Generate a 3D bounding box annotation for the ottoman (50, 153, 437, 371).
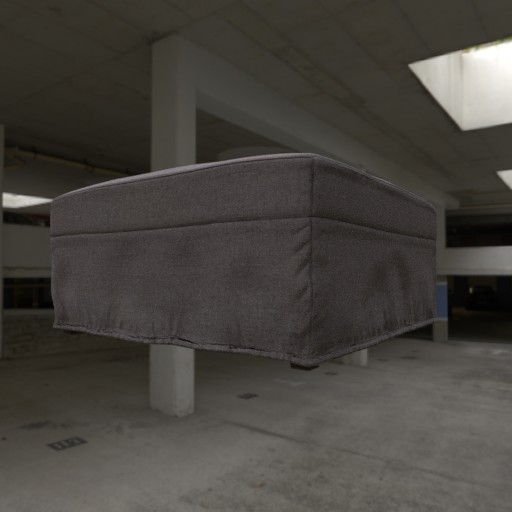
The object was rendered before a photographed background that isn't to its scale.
[{"bbox_3d":[0.000,0.000,1.309,0.843,0.436,0.840,-1,-2,36],"label":"ottoman"}]
